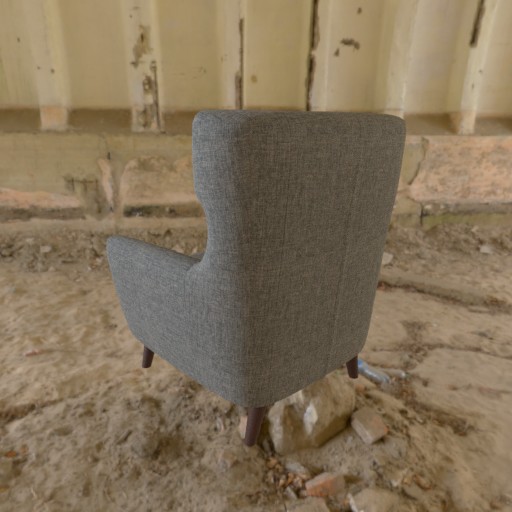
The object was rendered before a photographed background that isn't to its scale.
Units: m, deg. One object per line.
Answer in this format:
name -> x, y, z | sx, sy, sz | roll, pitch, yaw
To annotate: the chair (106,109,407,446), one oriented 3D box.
chair -> 0.000, 0.000, 1.737 | 0.878, 1.063, 0.904 | -15, 22, -41
